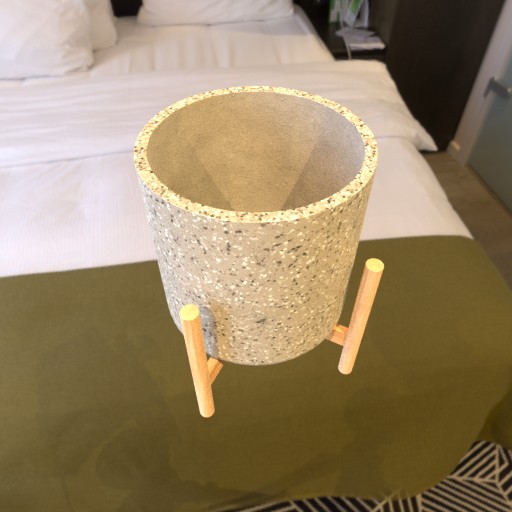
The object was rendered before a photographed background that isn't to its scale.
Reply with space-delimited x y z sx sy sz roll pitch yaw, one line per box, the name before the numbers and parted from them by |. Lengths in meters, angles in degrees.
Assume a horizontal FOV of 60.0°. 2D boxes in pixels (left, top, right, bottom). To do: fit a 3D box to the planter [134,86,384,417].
planter | 0.000 0.000 0.710 0.360 0.419 0.360 -32 54 -27
